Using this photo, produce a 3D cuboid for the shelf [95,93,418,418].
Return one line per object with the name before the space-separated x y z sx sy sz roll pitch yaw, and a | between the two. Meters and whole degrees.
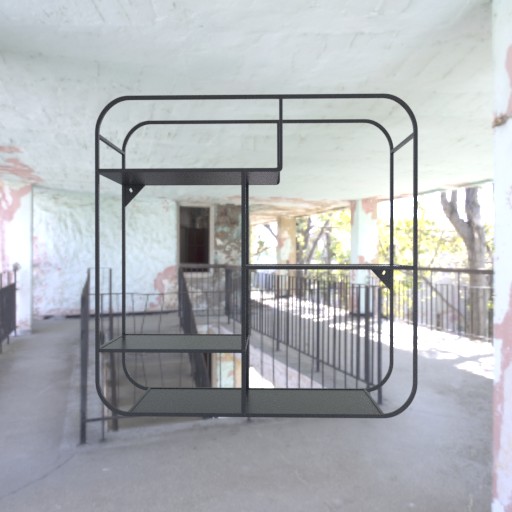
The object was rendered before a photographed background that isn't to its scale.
shelf | 0.000 0.000 0.904 0.600 0.600 0.160 0 0 1
